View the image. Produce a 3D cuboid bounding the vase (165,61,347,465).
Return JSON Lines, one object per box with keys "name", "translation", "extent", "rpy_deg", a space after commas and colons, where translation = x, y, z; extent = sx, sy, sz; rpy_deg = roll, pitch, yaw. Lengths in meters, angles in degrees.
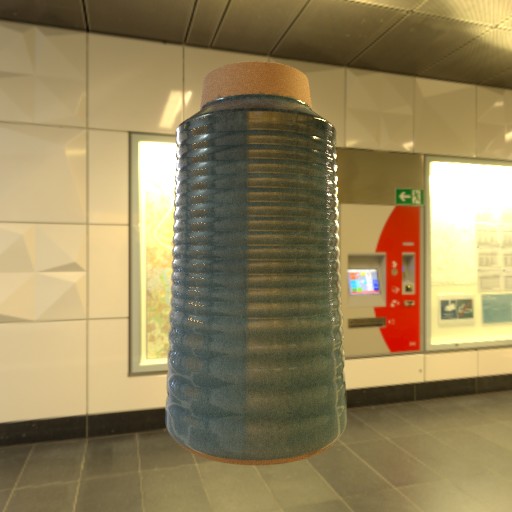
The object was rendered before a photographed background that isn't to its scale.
{"name": "vase", "translation": [0.000, 0.000, 0.406], "extent": [0.163, 0.316, 0.163], "rpy_deg": [0, 0, 0]}
